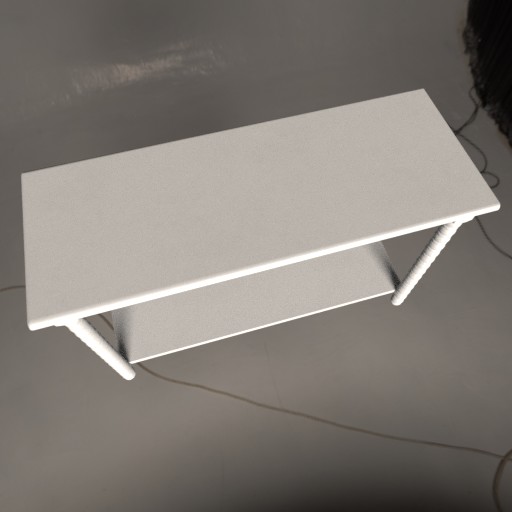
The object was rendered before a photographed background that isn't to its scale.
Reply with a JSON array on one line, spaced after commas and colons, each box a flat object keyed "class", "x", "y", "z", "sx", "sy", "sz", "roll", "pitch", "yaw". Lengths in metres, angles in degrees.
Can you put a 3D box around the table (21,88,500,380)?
[{"class": "table", "x": 0.000, "y": 0.000, "z": 1.482, "sx": 1.184, "sy": 0.740, "sz": 0.459, "roll": -14, "pitch": 63, "yaw": -7}]
